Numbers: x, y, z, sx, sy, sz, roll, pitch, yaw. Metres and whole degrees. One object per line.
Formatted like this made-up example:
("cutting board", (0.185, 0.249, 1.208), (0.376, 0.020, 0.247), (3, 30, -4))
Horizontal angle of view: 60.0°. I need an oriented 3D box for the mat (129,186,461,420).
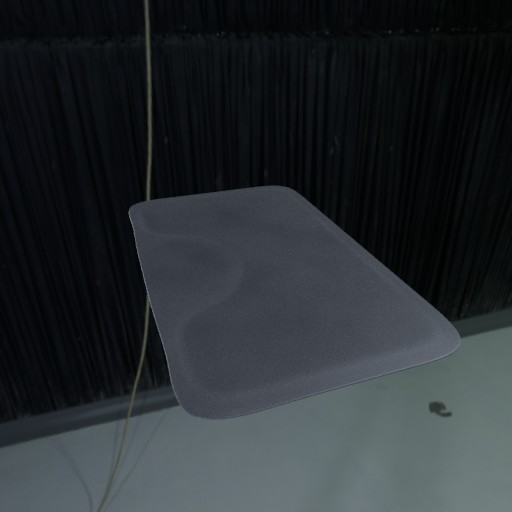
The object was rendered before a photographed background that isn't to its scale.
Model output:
("mat", (0.000, 0.000, 1.837), (0.918, 0.013, 1.524), (-10, 31, -17))
